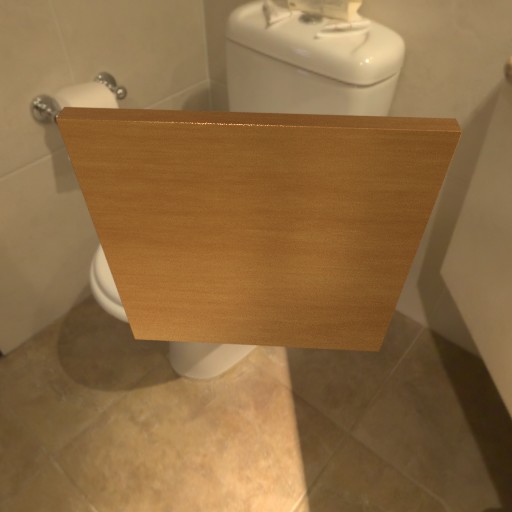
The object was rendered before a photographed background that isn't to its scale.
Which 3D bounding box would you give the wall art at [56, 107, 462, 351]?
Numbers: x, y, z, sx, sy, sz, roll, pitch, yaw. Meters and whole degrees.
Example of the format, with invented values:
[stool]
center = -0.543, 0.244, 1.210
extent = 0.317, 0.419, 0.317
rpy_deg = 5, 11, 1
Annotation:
[wall art]
center = 0.000, 0.000, 0.445
extent = 0.302, 0.302, 0.019
rpy_deg = 2, 47, 2
